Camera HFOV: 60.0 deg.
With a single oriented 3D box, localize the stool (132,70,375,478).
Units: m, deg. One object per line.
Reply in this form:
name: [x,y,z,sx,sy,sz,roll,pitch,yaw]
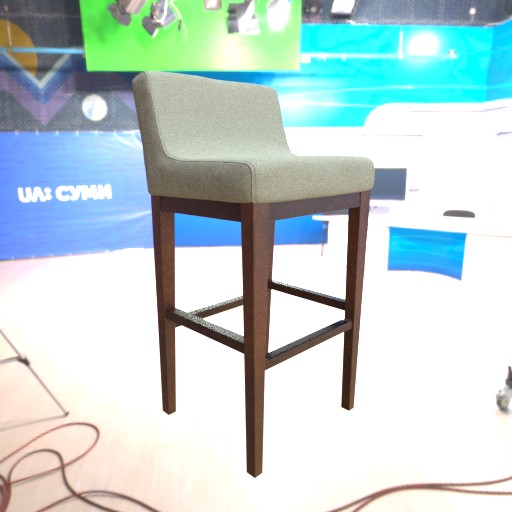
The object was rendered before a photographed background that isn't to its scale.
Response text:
stool: [0.000,0.000,1.333,0.511,1.037,0.500,-13,19,-43]
